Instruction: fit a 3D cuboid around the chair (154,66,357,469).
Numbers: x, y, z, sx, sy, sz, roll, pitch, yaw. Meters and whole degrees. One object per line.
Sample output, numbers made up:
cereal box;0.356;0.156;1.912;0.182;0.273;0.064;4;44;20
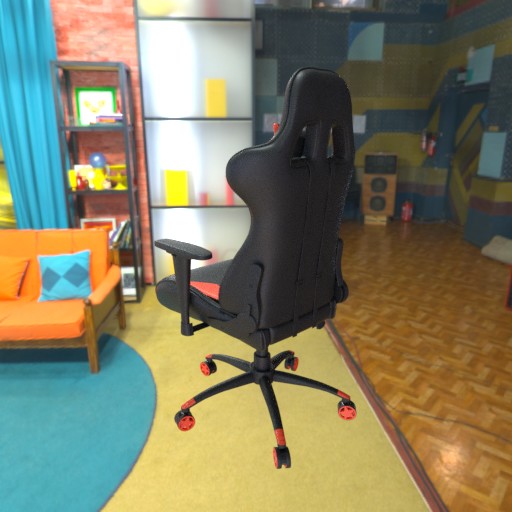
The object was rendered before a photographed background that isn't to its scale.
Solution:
chair;0.000;0.000;1.689;0.695;1.282;0.730;-15;22;-42
